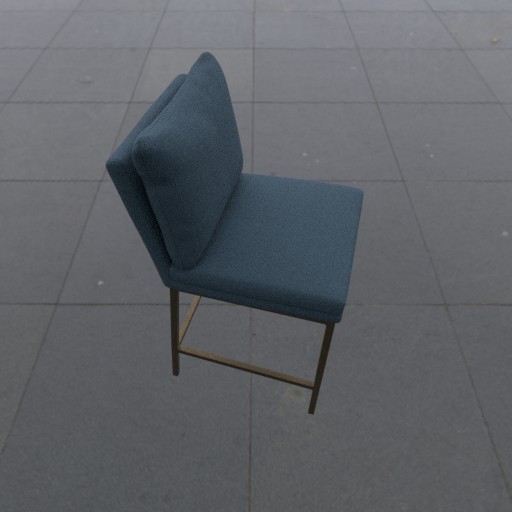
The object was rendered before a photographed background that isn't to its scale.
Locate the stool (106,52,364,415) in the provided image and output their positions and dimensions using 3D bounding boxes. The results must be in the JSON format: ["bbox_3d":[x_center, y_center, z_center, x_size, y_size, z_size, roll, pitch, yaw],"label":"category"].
[{"bbox_3d":[0.000,0.000,1.362,0.568,1.032,0.463,11,49,10],"label":"stool"}]
